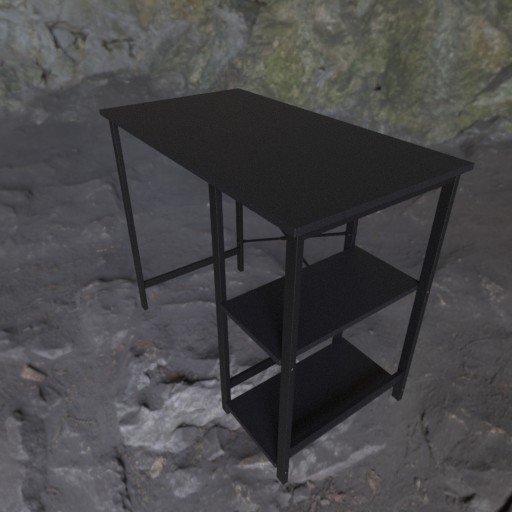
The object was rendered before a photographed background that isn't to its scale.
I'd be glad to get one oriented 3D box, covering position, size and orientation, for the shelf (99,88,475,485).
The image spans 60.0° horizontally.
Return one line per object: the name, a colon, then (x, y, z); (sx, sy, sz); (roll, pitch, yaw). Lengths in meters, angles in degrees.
shelf: (0.000, 0.000, 1.329); (0.498, 0.749, 0.902); (-21, 38, -30)
